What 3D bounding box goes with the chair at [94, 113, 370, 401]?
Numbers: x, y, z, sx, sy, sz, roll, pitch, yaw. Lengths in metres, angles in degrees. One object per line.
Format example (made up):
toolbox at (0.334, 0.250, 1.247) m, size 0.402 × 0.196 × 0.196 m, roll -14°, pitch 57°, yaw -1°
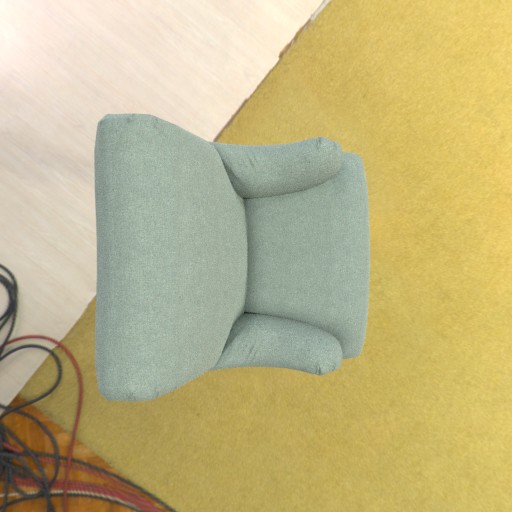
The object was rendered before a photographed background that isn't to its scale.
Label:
chair at (0.000, 0.000, 1.940) m, size 1.060 × 1.178 × 0.964 m, roll 0°, pitch 91°, yaw -1°
